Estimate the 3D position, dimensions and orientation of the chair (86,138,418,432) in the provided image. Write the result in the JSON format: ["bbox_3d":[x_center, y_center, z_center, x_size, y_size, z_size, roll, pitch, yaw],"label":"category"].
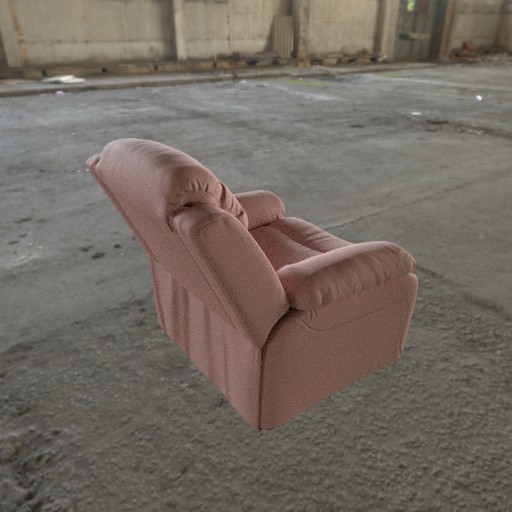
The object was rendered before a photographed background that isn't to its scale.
[{"bbox_3d":[0.000,0.000,1.266,0.709,0.702,0.680,-18,32,-32],"label":"chair"}]
